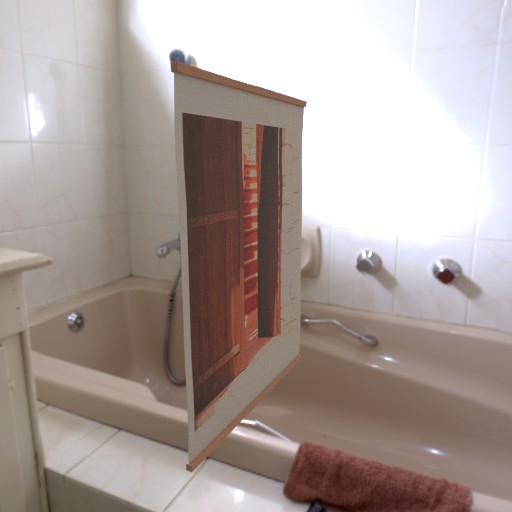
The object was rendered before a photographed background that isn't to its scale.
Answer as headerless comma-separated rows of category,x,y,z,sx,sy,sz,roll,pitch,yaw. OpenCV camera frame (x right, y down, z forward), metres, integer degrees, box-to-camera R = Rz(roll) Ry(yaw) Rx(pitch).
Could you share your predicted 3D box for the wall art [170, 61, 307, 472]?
wall art,0.000,0.000,1.386,0.020,1.013,0.758,6,14,27
